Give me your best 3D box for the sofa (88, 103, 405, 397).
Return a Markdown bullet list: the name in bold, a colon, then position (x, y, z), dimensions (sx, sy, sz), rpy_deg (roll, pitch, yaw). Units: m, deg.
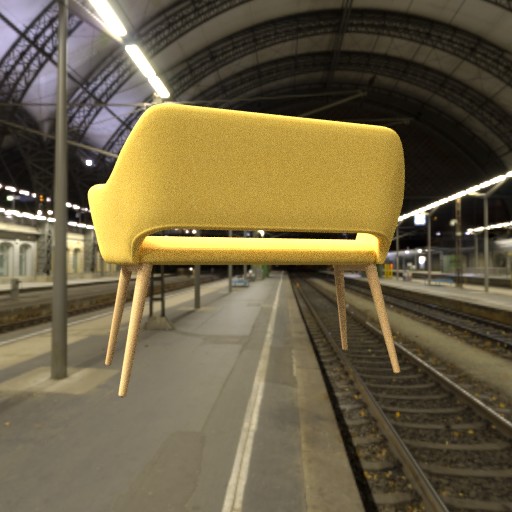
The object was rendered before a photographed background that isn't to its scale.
- **sofa**: position (0.000, 0.000, 1.607), dimensions (1.150, 0.840, 0.610), rpy_deg (0, -1, -18)
